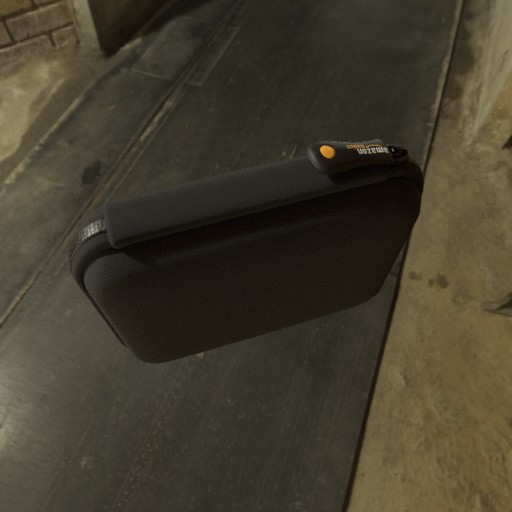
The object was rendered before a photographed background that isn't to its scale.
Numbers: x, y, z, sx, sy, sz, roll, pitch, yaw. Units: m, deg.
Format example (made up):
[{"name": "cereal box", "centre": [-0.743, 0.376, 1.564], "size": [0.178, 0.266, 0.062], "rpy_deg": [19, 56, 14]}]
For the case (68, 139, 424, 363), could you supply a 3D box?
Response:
[{"name": "case", "centre": [0.000, 0.000, 0.181], "size": [0.132, 0.105, 0.038], "rpy_deg": [-15, 60, -9]}]
